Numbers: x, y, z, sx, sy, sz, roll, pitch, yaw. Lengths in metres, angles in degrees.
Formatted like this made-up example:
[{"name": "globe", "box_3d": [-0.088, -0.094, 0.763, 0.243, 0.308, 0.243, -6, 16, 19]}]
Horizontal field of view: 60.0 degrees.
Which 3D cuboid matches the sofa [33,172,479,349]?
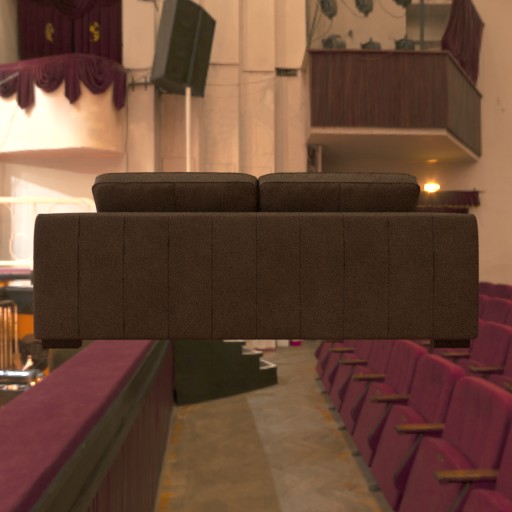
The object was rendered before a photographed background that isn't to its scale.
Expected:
[{"name": "sofa", "box_3d": [0.000, 0.000, 2.410, 1.920, 0.800, 1.070, 0, 1, 0]}]
